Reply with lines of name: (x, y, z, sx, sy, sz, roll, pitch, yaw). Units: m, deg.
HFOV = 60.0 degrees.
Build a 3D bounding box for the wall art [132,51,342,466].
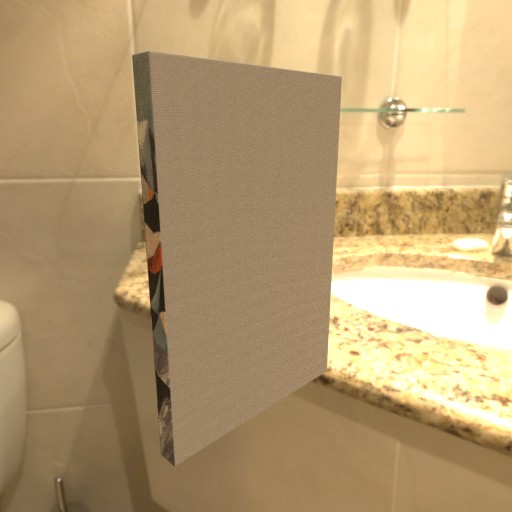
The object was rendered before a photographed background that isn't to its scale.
wall art: (0.000, 0.000, 1.154, 0.609, 0.911, 0.061, -16, 23, -43)
